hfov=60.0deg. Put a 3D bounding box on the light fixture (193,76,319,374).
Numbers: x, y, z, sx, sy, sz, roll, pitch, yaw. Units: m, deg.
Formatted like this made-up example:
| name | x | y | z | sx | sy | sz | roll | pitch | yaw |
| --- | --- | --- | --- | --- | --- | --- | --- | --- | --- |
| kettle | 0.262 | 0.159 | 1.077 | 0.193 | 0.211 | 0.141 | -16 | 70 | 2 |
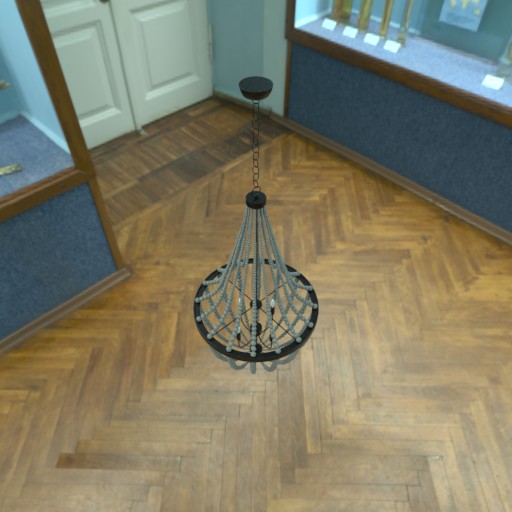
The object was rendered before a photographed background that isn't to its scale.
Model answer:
| name | x | y | z | sx | sy | sz | roll | pitch | yaw |
| --- | --- | --- | --- | --- | --- | --- | --- | --- | --- |
| light fixture | 0.000 | 0.000 | 1.414 | 0.450 | 1.133 | 0.450 | 0 | 47 | 0 |
